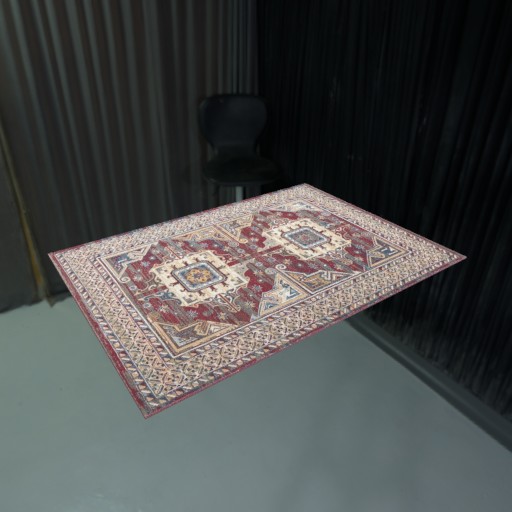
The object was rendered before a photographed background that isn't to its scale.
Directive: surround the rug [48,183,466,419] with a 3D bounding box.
[{"bbox_3d":[0.000,0.000,2.888,2.210,0.011,1.599,-20,36,-30],"label":"rug"}]
